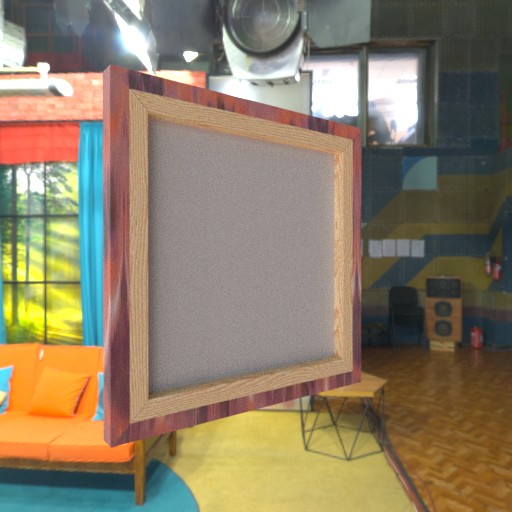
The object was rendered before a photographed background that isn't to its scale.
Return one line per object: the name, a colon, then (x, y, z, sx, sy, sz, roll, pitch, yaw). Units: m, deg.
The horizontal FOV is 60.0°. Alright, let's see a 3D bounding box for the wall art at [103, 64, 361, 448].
wall art: (0.000, 0.000, 0.897, 0.603, 0.609, 0.037, 0, 0, -37)
